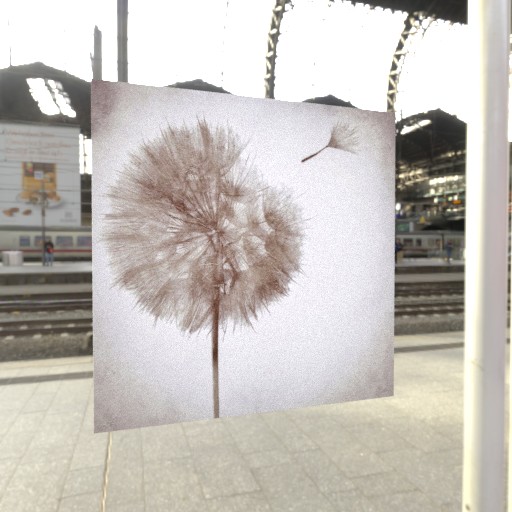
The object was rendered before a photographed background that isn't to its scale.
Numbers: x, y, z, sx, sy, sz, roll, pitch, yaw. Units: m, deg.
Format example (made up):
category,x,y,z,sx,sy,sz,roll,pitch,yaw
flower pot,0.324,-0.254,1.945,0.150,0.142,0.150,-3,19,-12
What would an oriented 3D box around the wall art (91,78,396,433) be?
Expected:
category,x,y,z,sx,sy,sz,roll,pitch,yaw
wall art,0.000,0.000,0.439,0.303,0.303,0.028,0,1,-18
